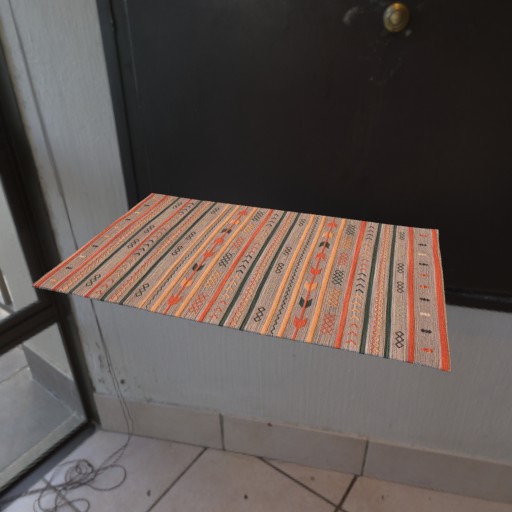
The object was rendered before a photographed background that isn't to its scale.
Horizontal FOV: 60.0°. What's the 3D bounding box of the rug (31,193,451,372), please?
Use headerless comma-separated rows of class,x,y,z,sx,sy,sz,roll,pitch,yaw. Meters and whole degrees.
rug,0.000,0.000,3.057,2.439,0.029,1.537,9,32,15
